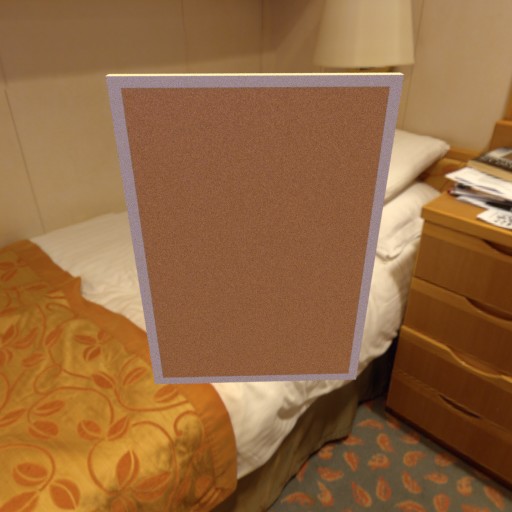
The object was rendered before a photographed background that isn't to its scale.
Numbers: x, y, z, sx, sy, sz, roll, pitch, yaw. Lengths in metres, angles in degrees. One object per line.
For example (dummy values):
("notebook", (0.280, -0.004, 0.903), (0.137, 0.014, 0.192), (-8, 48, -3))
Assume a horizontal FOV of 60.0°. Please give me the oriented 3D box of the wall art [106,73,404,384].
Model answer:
("wall art", (0.000, 0.000, 0.565), (0.303, 0.433, 0.013), (-1, 30, -2))
